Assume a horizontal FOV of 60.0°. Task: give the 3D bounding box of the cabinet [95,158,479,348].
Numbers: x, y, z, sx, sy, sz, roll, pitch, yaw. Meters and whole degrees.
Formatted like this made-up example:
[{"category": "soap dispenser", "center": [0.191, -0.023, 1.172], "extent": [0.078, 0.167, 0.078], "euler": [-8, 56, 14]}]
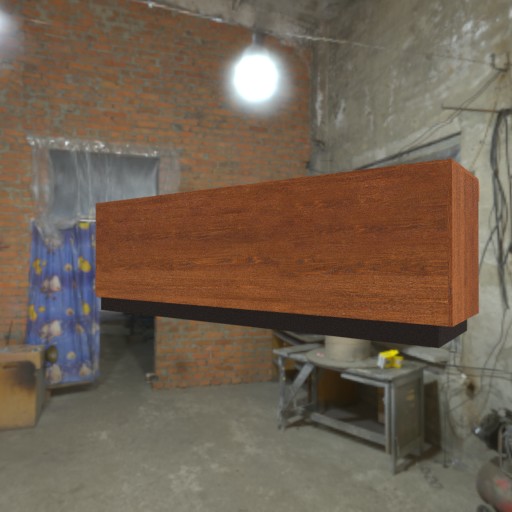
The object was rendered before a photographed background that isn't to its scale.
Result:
[{"category": "cabinet", "center": [0.000, 0.000, 1.818], "extent": [1.600, 0.510, 0.419], "euler": [0, -1, 36]}]
